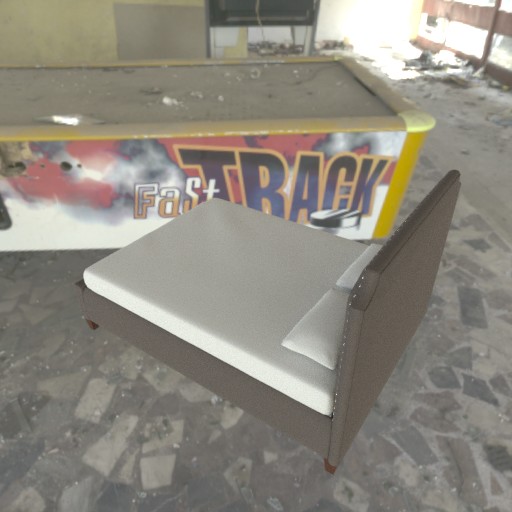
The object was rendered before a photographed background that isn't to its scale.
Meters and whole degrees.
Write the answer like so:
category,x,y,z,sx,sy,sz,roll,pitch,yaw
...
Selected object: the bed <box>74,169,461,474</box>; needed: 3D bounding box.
category,x,y,z,sx,sy,sz,roll,pitch,yaw
bed,0.000,0.000,3.377,2.372,1.443,1.713,21,38,29
